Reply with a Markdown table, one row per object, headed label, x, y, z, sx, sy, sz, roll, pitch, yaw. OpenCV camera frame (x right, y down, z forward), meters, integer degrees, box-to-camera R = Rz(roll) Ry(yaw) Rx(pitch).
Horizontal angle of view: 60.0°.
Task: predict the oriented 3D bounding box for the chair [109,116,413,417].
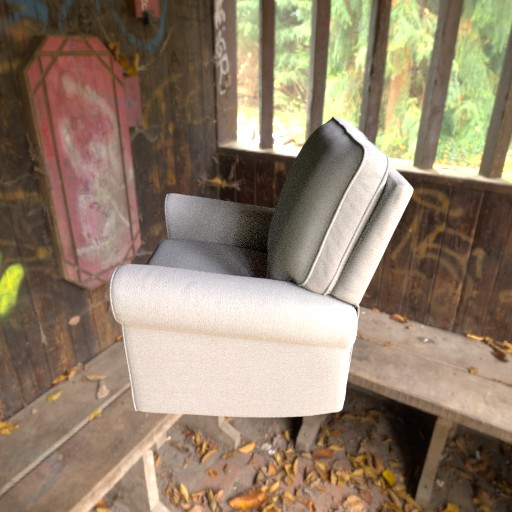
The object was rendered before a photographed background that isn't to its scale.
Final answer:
| label | x | y | z | sx | sy | sz | roll | pitch | yaw |
| --- | --- | --- | --- | --- | --- | --- | --- | --- | --- |
| chair | 0.000 | 0.000 | 1.690 | 0.878 | 0.960 | 0.890 | 1 | 26 | 2 |
